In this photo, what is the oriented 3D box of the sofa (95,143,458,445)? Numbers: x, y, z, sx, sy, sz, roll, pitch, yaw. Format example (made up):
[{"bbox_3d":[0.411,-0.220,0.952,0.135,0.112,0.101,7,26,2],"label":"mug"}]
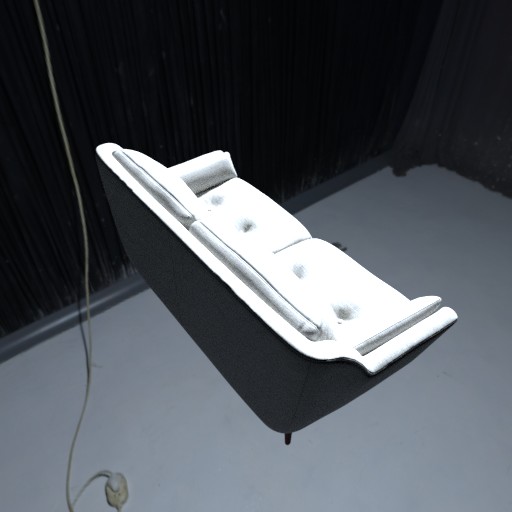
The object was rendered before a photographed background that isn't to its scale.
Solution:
[{"bbox_3d":[0.000,0.000,2.431,0.976,0.897,1.930,-27,48,-27],"label":"sofa"}]
